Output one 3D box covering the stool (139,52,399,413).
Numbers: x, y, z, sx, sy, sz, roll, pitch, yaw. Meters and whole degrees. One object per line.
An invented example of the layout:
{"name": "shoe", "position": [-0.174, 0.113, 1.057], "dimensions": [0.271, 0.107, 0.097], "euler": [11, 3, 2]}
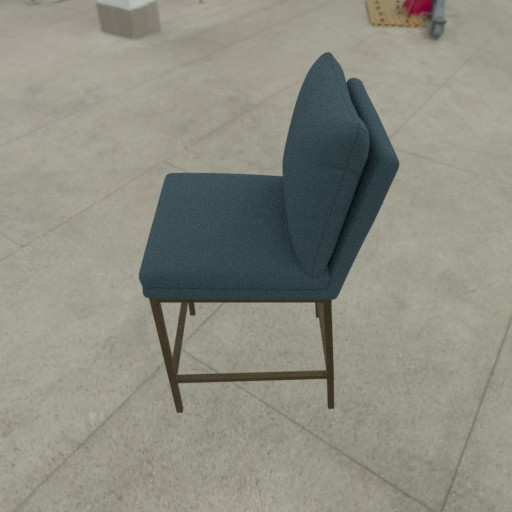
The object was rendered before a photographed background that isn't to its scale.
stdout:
{"name": "stool", "position": [0.000, 0.000, 1.315], "dimensions": [0.568, 1.032, 0.463], "euler": [0, 43, 0]}
